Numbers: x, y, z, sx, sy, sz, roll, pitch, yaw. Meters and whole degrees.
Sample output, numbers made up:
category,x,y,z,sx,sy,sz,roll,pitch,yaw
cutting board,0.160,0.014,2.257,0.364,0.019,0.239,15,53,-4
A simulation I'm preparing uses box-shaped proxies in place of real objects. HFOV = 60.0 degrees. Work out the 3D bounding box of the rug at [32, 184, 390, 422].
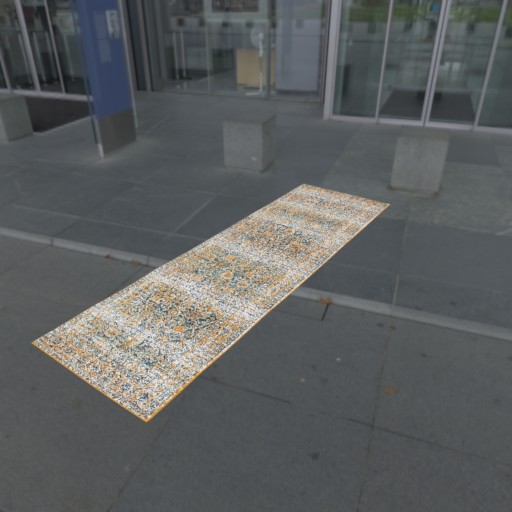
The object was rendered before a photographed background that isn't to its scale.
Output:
category,x,y,z,sx,sy,sz,roll,pitch,yaw
rug,0.000,0.000,2.504,0.704,0.014,2.294,20,35,30
